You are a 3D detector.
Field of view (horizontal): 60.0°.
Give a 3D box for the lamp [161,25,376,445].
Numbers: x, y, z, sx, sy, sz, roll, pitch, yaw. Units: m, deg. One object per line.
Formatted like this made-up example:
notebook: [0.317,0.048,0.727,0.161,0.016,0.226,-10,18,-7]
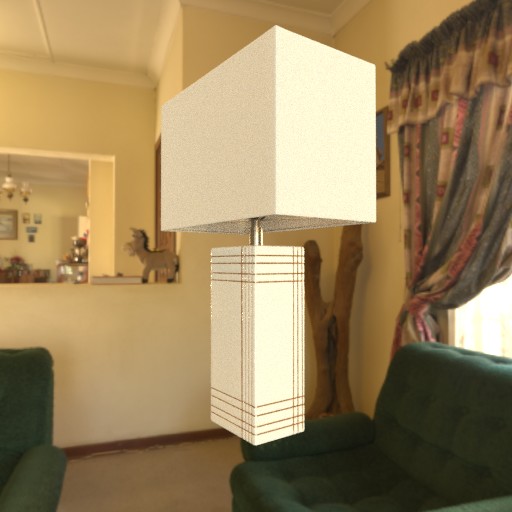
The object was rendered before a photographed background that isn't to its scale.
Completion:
lamp: [0.000,0.000,0.709,0.182,0.543,0.334,1,-1,-36]
